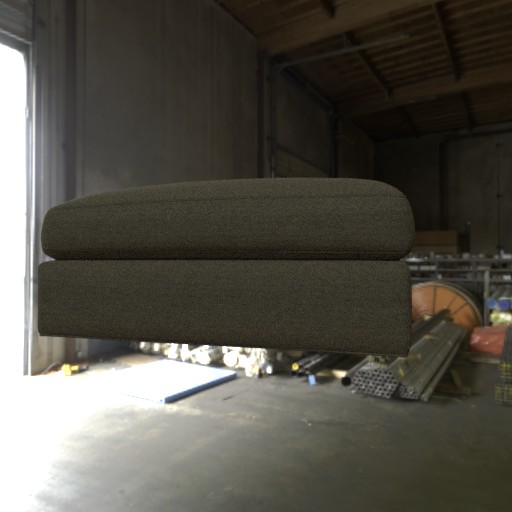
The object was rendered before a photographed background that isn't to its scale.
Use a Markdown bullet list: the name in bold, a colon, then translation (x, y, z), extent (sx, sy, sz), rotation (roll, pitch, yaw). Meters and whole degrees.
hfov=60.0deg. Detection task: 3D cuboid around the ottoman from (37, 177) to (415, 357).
- **ottoman**: translation (0.000, 0.000, 1.618), extent (1.041, 0.470, 1.041), rotation (0, -1, 16)
